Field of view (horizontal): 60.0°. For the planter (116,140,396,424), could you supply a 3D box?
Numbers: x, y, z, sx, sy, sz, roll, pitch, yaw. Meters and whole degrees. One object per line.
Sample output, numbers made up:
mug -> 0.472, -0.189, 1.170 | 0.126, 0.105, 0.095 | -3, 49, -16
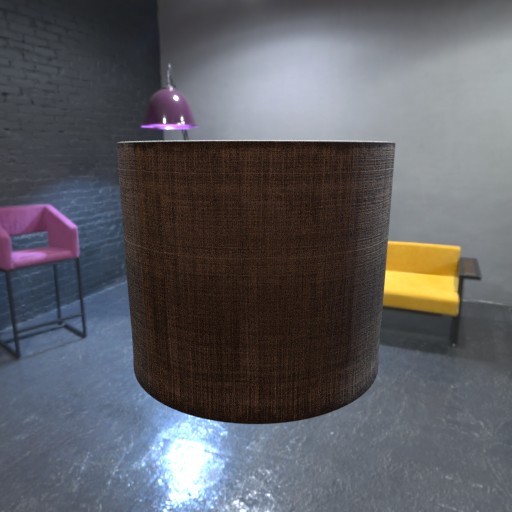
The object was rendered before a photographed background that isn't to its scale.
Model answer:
planter -> 0.000, 0.000, 0.448 | 0.254, 0.221, 0.254 | 0, 13, 0
